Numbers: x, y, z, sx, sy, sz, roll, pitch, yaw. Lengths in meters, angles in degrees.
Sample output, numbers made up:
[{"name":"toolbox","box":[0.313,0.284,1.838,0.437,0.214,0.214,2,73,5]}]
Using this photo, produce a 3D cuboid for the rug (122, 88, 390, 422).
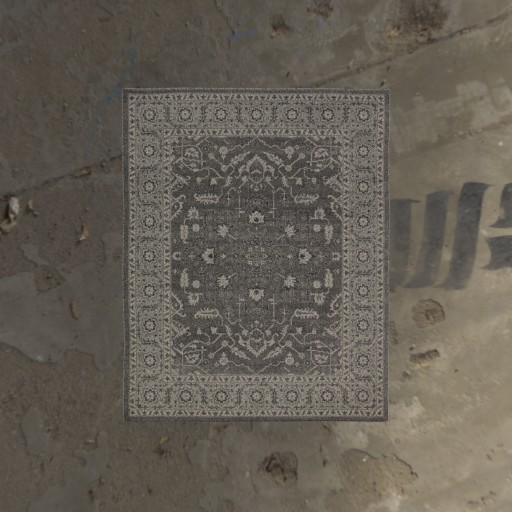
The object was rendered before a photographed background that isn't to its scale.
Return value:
[{"name":"rug","box":[0.000,0.000,4.070,2.451,0.026,3.069,0,91,0]}]
